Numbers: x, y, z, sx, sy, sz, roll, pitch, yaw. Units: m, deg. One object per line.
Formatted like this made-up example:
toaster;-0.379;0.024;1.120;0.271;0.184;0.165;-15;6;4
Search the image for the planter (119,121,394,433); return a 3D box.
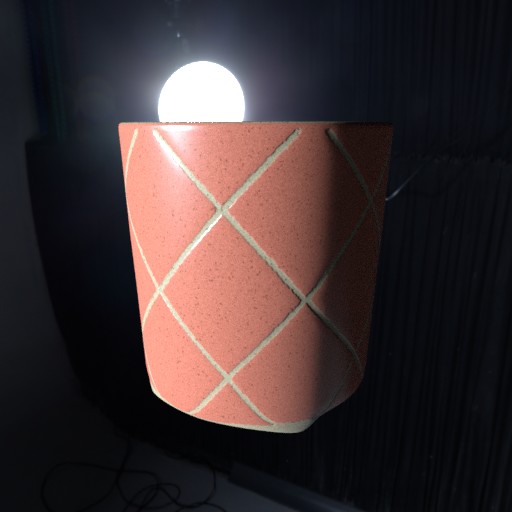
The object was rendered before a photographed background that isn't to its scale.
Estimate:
planter;0.000;0.000;0.347;0.191;0.200;0.191;0;16;0
